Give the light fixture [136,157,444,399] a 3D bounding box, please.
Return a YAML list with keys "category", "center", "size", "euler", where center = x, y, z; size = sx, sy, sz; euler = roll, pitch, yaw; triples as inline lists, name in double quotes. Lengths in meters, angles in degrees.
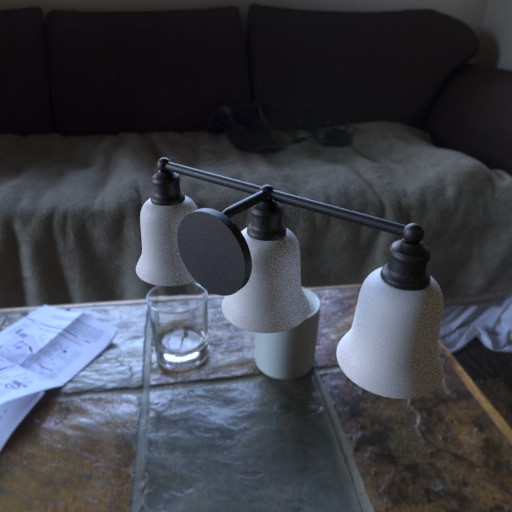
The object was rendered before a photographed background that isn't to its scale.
- category: "light fixture"
  center: [0.000, 0.000, 0.661]
  size: [0.570, 0.211, 0.198]
  euler: [20, 35, 32]
